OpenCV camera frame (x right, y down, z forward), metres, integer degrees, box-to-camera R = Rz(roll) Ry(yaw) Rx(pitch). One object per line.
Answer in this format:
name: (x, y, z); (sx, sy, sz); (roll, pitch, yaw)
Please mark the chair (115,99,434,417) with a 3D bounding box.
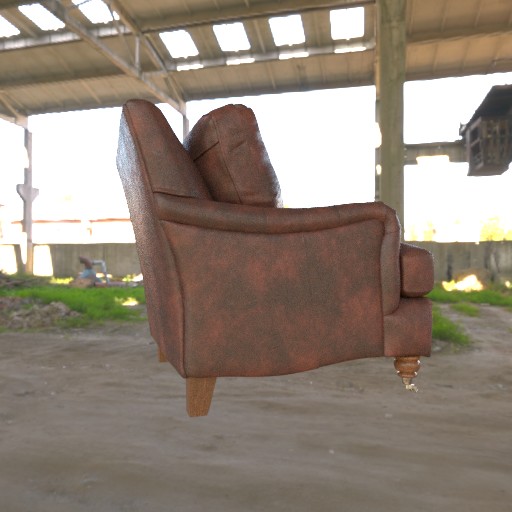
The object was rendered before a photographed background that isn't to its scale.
chair: (0.000, 0.000, 1.923); (1.156, 1.051, 0.987); (0, -1, -19)
